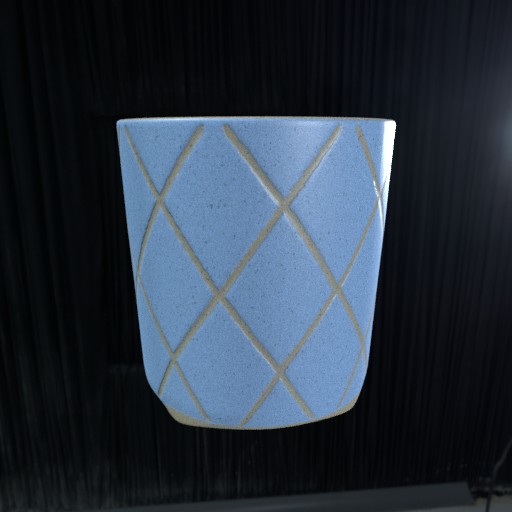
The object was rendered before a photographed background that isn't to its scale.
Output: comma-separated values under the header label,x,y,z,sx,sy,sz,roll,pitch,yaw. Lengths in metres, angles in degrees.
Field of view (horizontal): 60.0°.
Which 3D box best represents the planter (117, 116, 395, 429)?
label,x,y,z,sx,sy,sz,roll,pitch,yaw
planter,0.000,0.000,0.343,0.191,0.200,0.191,0,16,0
